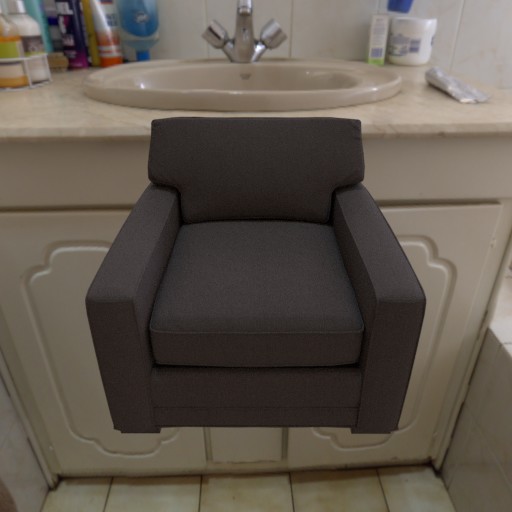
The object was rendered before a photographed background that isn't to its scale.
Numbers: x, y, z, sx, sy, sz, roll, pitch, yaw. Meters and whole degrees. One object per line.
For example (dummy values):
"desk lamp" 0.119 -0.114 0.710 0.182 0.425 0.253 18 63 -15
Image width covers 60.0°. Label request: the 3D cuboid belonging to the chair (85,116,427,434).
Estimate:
"chair" 0.000 0.000 1.767 0.997 0.913 1.043 0 30 0
